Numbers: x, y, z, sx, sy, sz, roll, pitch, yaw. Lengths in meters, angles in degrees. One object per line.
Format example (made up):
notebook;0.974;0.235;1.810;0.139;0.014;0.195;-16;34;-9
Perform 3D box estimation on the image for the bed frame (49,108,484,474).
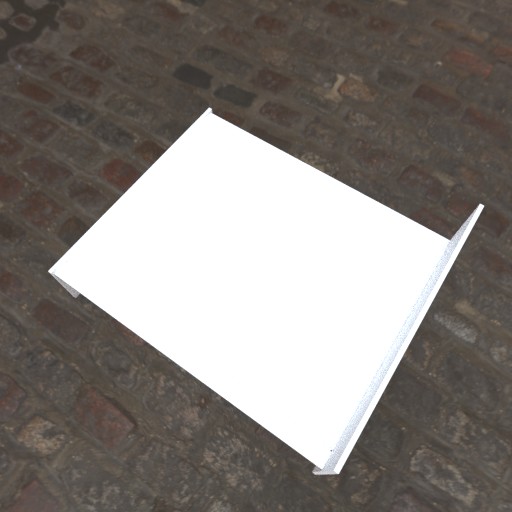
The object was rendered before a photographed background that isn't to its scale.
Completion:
bed frame;0.000;0.000;2.767;1.960;0.800;1.622;32;68;15
